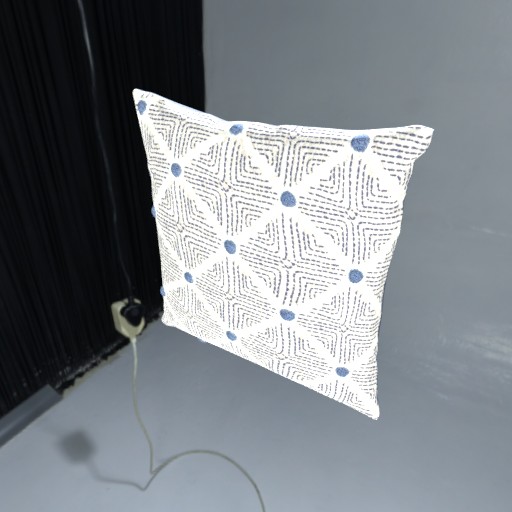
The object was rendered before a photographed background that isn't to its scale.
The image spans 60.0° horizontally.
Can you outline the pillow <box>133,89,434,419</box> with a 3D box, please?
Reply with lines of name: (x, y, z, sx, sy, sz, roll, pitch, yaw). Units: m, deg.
pillow: (0.000, 0.000, 0.773, 0.510, 0.510, 0.145, 18, 34, 28)
